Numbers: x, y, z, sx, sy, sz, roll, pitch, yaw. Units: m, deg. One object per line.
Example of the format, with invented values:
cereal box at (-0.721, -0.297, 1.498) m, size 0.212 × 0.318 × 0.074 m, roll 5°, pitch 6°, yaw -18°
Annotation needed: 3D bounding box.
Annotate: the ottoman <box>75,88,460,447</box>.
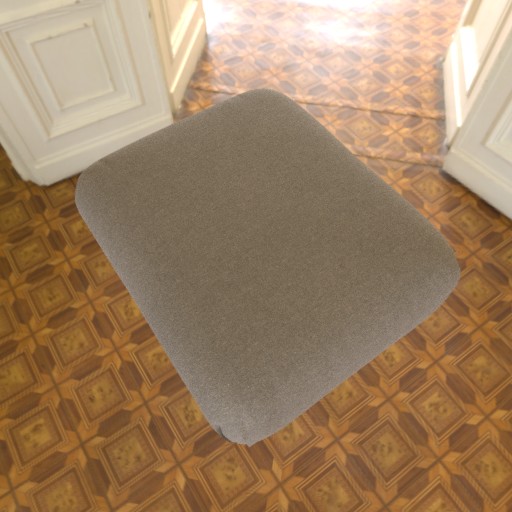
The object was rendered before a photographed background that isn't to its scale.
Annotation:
ottoman at (0.000, 0.000, 1.111) m, size 0.622 × 0.450 × 0.747 m, roll -31°, pitch 64°, yaw -17°
